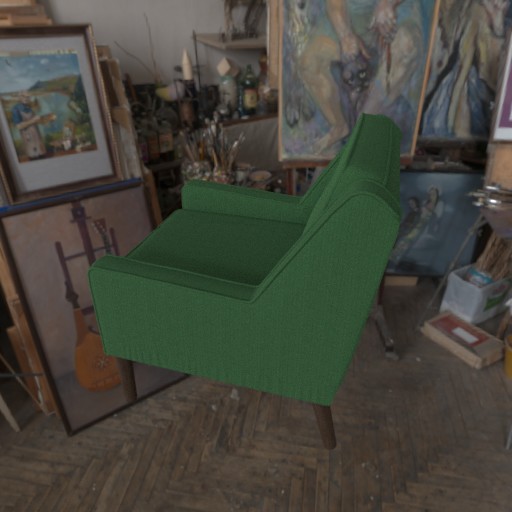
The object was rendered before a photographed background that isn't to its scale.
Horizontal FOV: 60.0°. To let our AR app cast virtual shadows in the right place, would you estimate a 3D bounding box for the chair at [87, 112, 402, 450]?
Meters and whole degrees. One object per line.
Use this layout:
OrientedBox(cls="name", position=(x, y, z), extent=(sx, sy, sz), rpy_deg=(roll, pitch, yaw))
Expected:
OrientedBox(cls="chair", position=(0.000, 0.000, 1.332), extent=(0.743, 0.792, 0.663), rpy_deg=(8, 31, 14))
